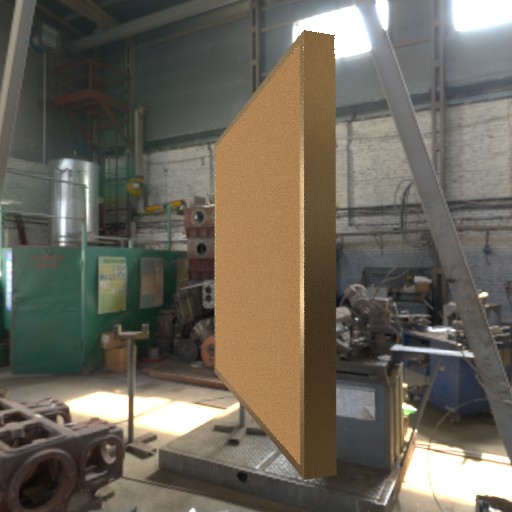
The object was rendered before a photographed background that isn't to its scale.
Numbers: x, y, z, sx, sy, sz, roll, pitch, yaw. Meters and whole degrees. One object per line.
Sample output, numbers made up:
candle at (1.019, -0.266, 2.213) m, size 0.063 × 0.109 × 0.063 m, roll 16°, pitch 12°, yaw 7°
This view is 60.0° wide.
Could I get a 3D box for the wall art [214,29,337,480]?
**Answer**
wall art at (0.000, 0.000, 0.749) m, size 0.040 × 0.509 × 0.509 m, roll 0°, pitch -1°, yaw -17°
